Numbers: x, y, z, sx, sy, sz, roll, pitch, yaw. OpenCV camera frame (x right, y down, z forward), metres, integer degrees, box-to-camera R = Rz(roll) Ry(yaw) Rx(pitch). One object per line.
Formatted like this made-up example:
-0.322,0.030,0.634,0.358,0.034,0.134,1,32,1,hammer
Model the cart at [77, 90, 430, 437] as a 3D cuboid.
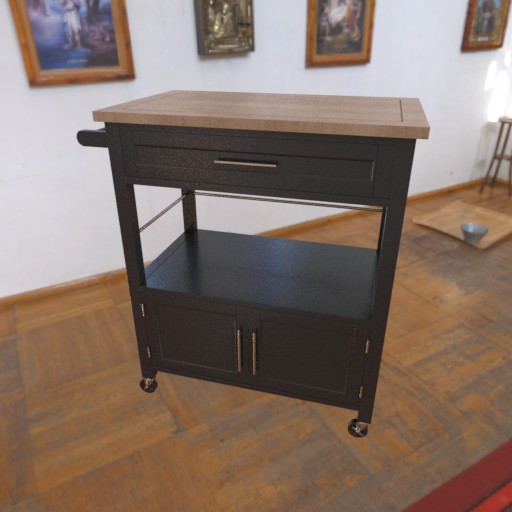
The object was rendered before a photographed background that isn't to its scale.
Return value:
0.000,0.000,1.372,0.840,0.901,0.459,7,28,14,cart
